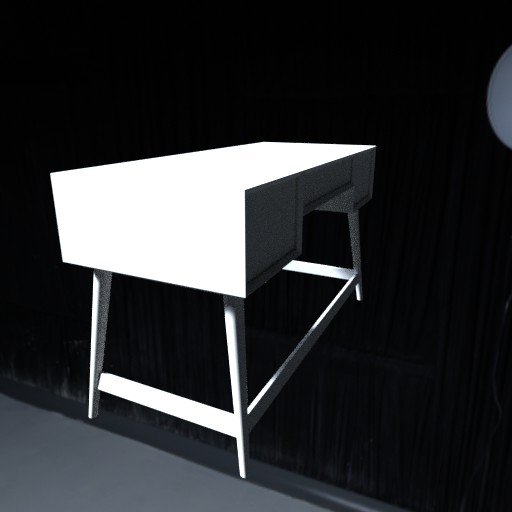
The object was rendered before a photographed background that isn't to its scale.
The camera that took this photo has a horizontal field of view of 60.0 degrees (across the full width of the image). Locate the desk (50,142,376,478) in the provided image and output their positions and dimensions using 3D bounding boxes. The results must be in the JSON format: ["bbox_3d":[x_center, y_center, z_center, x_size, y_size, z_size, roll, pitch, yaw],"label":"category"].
[{"bbox_3d":[0.000,0.000,1.720,0.589,0.762,1.313,9,20,25],"label":"desk"}]
